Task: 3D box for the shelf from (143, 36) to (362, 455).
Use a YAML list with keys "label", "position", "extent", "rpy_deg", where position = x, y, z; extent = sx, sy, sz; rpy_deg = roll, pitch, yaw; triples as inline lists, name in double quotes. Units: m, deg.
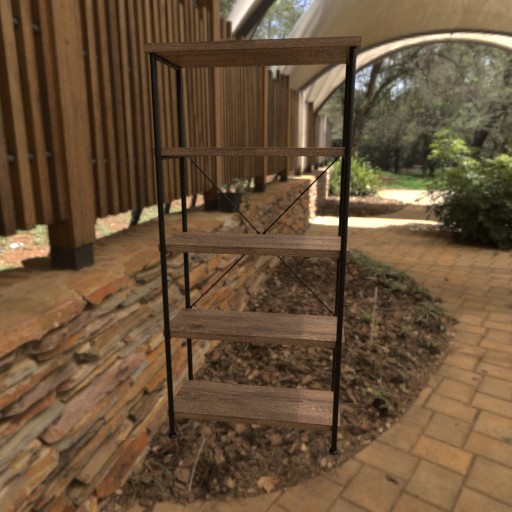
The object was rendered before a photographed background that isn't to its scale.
- label: "shelf"
  position: [0.000, 0.000, 1.980]
  extent: [0.800, 1.700, 0.360]
  rpy_deg: [2, 14, 8]
